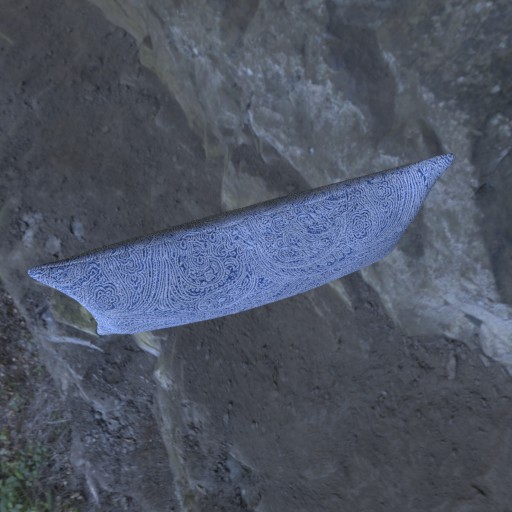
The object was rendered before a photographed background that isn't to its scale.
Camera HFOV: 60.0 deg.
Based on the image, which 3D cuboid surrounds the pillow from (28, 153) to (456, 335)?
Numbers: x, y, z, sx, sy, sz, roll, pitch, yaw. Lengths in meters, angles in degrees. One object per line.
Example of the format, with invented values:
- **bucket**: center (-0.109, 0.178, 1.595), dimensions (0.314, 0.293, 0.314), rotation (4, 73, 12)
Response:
- **pillow**: center (0.000, 0.000, 0.738), dimensions (0.615, 0.295, 0.151), rotation (-16, 65, -8)
